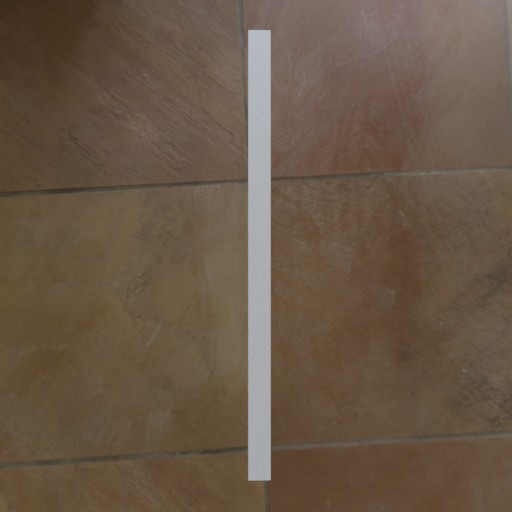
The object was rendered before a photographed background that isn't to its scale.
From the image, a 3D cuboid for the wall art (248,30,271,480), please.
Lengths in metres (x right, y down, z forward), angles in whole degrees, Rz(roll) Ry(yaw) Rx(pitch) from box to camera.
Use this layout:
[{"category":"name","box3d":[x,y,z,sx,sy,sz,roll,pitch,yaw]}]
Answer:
[{"category":"wall art","box3d":[0.000,0.000,1.131,0.038,0.762,0.762,0,90,-1]}]
